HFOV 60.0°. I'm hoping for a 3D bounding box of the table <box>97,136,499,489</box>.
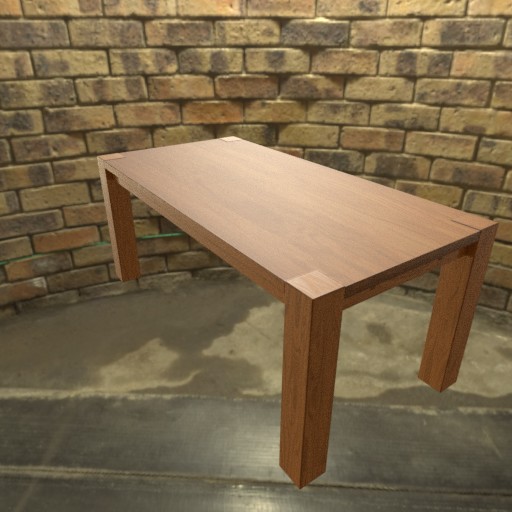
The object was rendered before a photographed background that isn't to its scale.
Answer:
[{"bbox_3d":[0.000,0.000,2.210,0.900,0.760,1.800,-18,32,-31],"label":"table"}]
